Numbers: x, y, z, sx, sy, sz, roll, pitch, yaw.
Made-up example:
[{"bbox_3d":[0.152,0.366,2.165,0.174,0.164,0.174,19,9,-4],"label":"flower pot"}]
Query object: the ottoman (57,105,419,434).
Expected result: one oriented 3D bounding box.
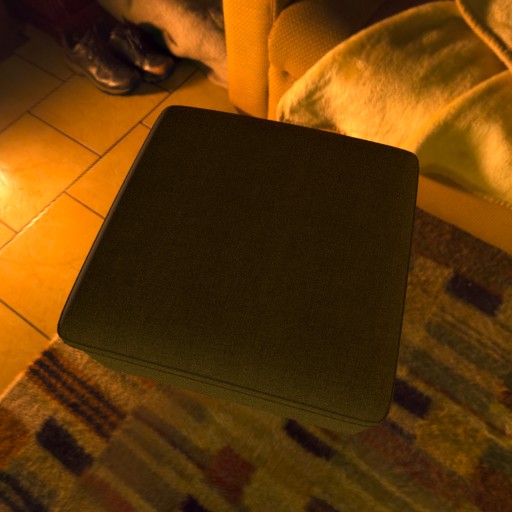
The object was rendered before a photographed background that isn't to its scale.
[{"bbox_3d":[0.000,0.000,1.710,1.067,0.559,1.067,13,63,7],"label":"ottoman"}]
